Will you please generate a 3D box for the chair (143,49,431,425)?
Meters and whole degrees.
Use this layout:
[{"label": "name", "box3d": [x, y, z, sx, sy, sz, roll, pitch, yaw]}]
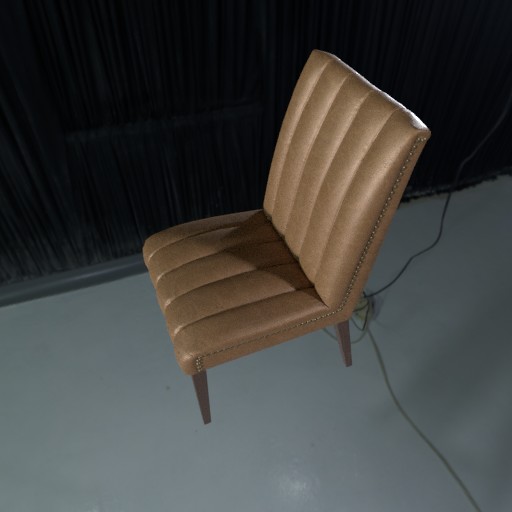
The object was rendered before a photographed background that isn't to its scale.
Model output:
[{"label": "chair", "box3d": [0.000, 0.000, 1.384, 0.647, 1.016, 0.511, -16, 48, -15]}]
